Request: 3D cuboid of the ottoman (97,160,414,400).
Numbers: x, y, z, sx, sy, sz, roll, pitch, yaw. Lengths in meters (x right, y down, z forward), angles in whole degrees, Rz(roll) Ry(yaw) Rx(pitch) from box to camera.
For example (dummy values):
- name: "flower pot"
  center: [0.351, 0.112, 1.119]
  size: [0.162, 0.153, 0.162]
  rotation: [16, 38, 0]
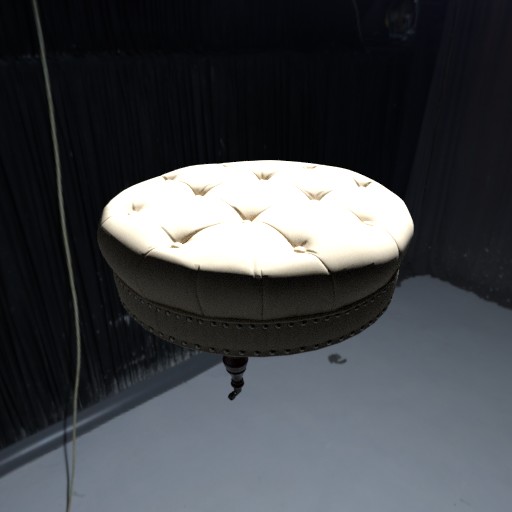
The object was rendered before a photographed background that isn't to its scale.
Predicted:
- name: "ottoman"
  center: [0.000, 0.000, 1.383]
  size: [0.901, 0.439, 0.901]
  rotation: [0, 28, 0]
